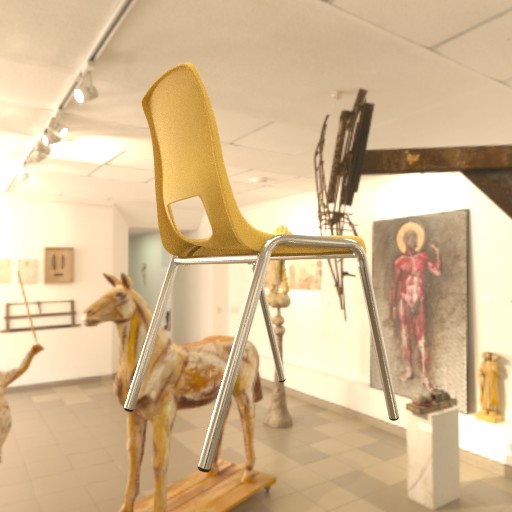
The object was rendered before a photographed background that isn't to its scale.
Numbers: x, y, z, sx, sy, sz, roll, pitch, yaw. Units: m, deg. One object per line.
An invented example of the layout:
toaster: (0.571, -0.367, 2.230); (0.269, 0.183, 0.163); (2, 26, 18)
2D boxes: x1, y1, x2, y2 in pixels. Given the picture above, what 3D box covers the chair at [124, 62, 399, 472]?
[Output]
chair: (0.000, 0.000, 0.920); (0.436, 0.653, 0.381); (1, -2, -35)
